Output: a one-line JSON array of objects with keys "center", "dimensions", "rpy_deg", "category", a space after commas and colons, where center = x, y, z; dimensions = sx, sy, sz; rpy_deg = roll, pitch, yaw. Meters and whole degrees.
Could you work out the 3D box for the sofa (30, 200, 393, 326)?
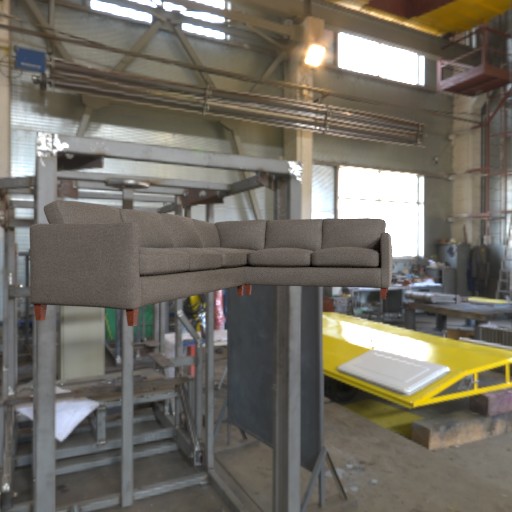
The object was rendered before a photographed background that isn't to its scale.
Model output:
[{"center": [0.000, 0.000, 4.464], "dimensions": [2.593, 0.947, 3.302], "rpy_deg": [0, 1, 18], "category": "sofa"}]
